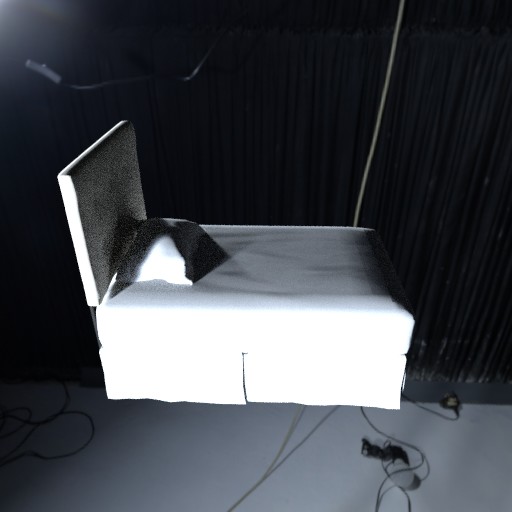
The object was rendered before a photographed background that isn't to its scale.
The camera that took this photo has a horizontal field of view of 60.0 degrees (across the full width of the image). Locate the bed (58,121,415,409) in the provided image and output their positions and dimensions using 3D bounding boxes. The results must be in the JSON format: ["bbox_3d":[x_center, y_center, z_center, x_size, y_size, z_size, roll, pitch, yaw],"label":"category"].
[{"bbox_3d":[0.000,0.000,3.068,1.997,1.571,1.261,1,30,1],"label":"bed"}]
